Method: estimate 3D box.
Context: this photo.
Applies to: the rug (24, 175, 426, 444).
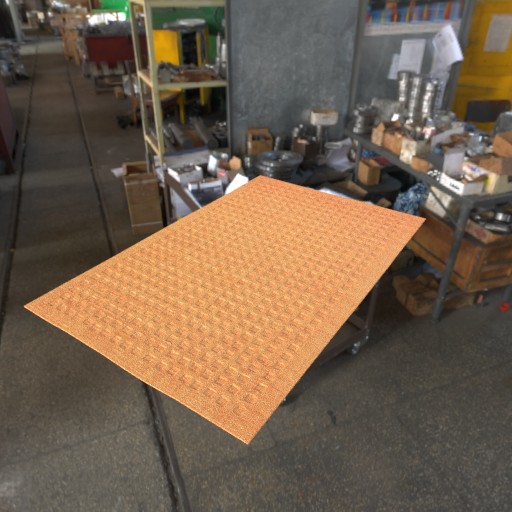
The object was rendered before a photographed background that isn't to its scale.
[{"bbox_3d":[0.000,0.000,2.181,1.143,0.006,1.747,20,37,29],"label":"rug"}]
